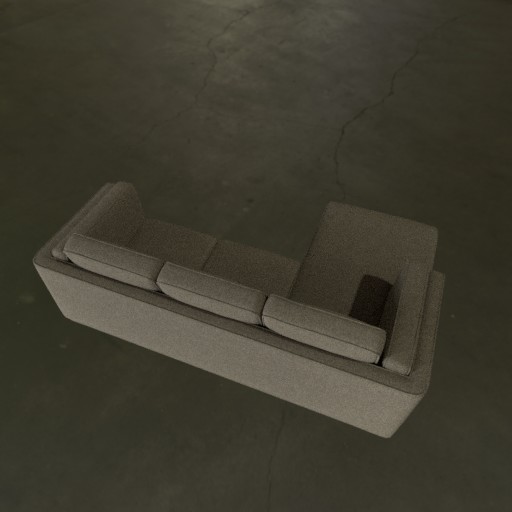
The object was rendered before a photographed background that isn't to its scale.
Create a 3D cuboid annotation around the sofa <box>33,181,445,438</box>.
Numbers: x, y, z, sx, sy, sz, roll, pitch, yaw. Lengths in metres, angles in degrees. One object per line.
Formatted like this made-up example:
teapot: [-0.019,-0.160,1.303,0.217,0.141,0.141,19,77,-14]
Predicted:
sofa: [0.000,0.000,3.123,2.411,0.929,1.604,16,50,14]
